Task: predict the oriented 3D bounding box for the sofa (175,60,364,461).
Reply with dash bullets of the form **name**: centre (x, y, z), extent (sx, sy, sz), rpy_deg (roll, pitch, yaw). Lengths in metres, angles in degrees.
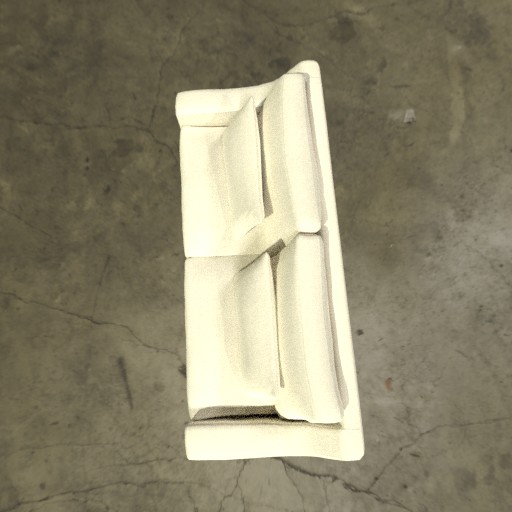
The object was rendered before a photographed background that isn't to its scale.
- **sofa**: centre (0.000, 0.000, 2.965), extent (1.009, 1.022, 2.470), rpy_deg (-4, 76, -1)
